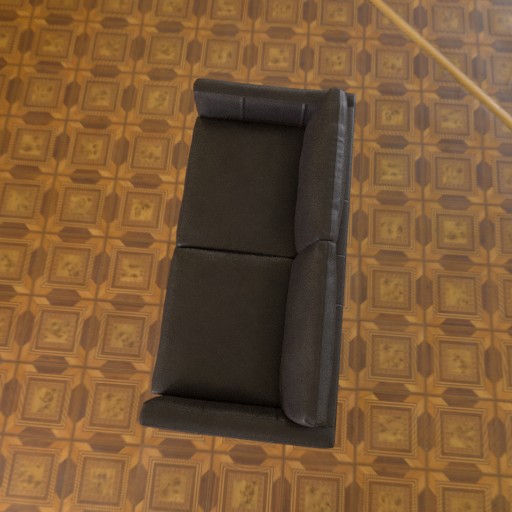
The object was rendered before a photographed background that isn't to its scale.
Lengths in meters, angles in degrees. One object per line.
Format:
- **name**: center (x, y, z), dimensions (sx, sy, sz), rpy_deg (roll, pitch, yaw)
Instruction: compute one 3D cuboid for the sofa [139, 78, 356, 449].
- **sofa**: center (0.000, 0.000, 2.361), dimensions (0.947, 0.883, 1.805), rpy_deg (4, 76, 1)
